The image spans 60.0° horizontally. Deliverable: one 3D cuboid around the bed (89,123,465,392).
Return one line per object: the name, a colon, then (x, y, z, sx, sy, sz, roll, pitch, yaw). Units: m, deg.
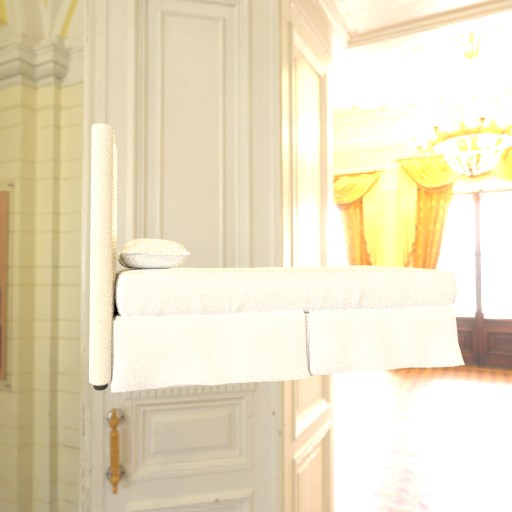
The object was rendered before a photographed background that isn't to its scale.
bed: (0.000, 0.000, 3.347, 2.282, 1.436, 1.821, 0, -2, -18)
